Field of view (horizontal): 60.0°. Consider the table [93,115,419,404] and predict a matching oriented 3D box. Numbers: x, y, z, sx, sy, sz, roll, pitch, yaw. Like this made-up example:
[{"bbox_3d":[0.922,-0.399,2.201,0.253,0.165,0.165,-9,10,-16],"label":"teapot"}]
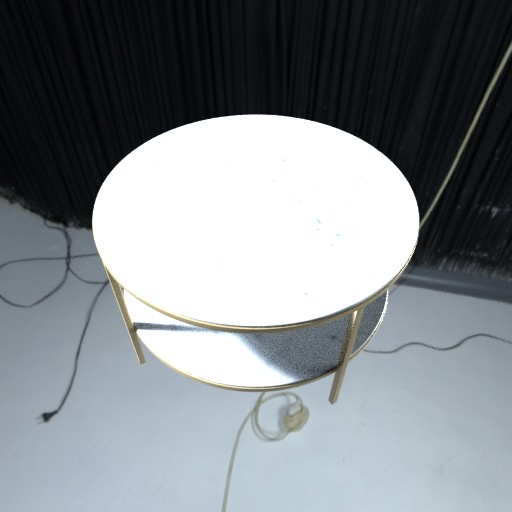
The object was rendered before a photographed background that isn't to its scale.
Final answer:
[{"bbox_3d":[0.000,0.000,1.276,0.800,0.450,0.800,0,46,0],"label":"table"}]
